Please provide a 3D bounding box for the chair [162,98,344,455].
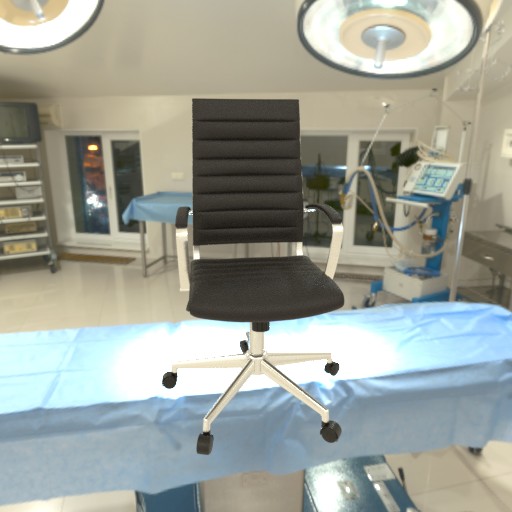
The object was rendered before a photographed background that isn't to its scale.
[{"bbox_3d":[0.000,0.000,1.661,0.766,1.149,0.739,-2,16,-7],"label":"chair"}]
